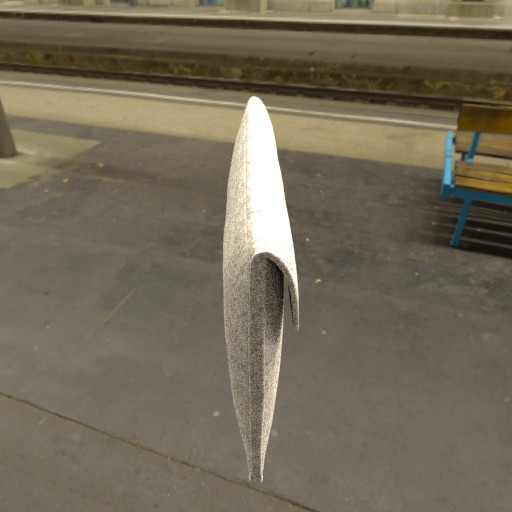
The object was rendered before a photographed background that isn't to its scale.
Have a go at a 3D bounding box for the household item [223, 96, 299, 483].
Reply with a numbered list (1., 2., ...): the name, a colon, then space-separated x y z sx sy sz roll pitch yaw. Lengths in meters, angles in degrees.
1. household item: 0.000 0.000 0.429 0.057 0.221 0.335 -1 33 -1
